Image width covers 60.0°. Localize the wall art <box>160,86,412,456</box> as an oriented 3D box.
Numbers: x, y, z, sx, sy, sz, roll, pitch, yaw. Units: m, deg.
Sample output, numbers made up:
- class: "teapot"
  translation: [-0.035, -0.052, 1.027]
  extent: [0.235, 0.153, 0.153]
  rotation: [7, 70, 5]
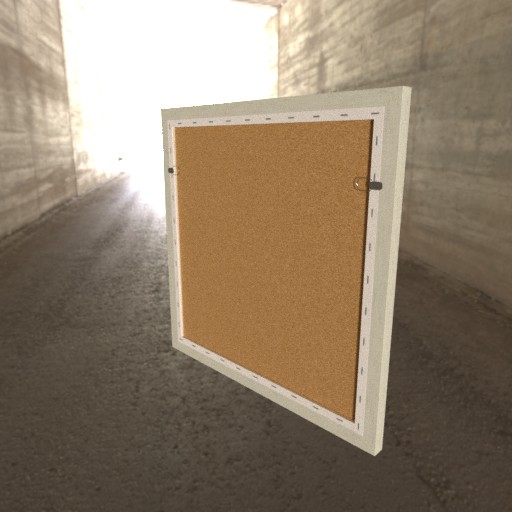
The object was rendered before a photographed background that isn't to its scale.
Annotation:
- class: "wall art"
  translation: [0.000, 0.000, 1.528]
  extent: [1.016, 1.016, 0.045]
  rotation: [14, 20, 43]
